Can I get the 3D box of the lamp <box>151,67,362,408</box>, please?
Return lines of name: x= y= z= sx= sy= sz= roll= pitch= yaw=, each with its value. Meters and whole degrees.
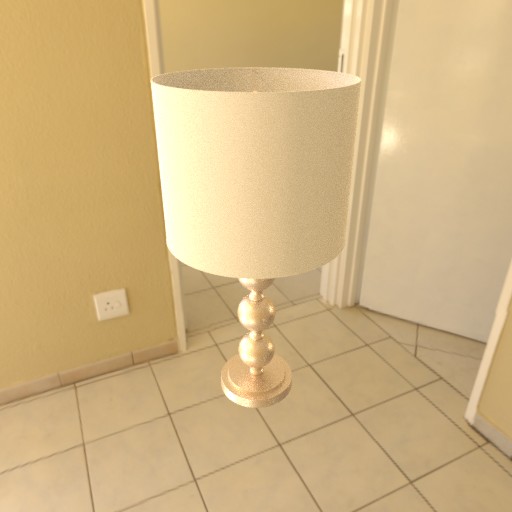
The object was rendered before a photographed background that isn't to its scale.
lamp: x=0.000 y=0.000 z=0.715 sx=0.277 sy=0.538 sz=0.277 roll=-18 pitch=33 yaw=-30
